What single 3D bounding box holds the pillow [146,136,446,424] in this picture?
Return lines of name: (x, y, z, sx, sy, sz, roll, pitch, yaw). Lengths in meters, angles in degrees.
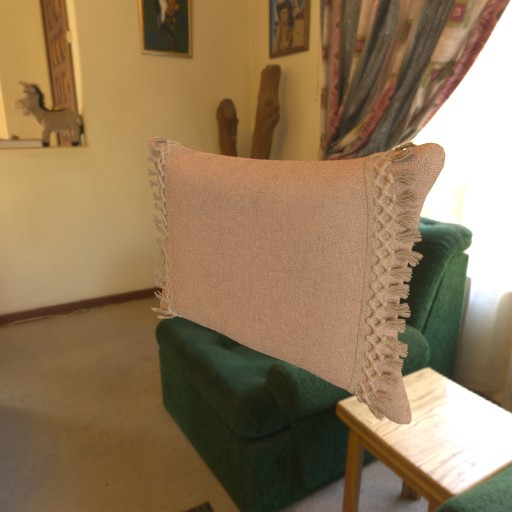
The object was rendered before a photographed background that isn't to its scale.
pillow: (0.000, 0.000, 0.588, 0.466, 0.305, 0.084, 15, 22, 41)
